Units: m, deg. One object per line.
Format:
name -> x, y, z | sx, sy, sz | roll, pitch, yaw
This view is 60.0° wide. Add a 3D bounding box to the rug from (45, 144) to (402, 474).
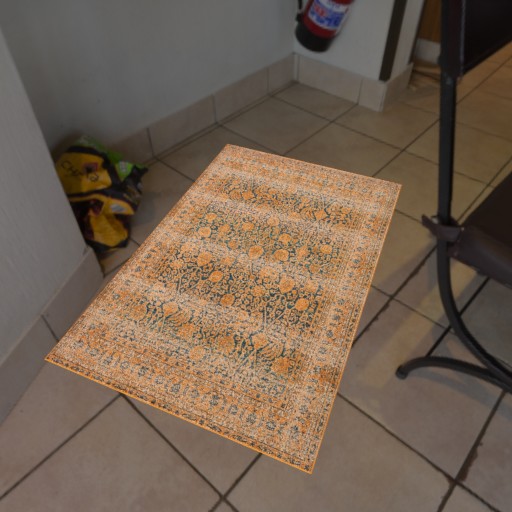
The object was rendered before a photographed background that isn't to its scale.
rug -> 0.000, 0.000, 2.964 | 1.525, 0.007, 2.336 | 17, 48, 16
